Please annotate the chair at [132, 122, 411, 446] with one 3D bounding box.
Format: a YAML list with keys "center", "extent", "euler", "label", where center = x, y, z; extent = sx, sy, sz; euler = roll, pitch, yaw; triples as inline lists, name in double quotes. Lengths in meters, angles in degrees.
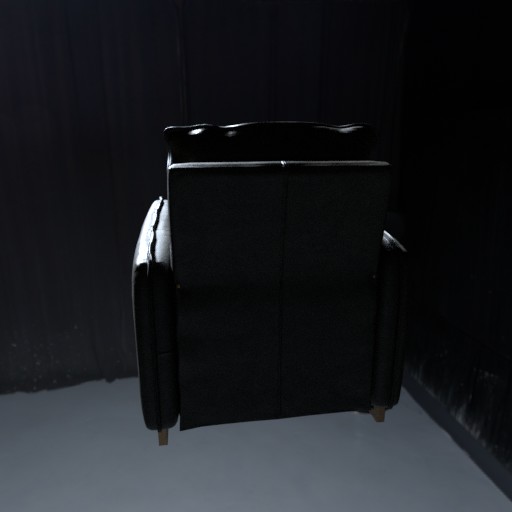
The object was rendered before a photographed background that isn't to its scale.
- center: [0.000, 0.000, 1.612]
  extent: [0.830, 0.921, 0.921]
  euler: [-2, 16, -9]
  label: "chair"
